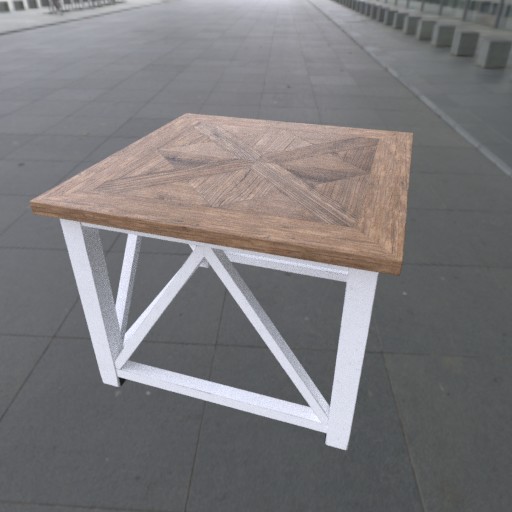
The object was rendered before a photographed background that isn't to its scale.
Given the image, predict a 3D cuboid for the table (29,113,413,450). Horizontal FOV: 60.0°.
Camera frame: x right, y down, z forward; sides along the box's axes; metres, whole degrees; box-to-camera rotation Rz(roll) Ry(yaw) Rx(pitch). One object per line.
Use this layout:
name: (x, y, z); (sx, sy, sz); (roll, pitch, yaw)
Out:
table: (0.000, 0.000, 1.192); (0.700, 0.532, 0.700); (10, 33, 15)
